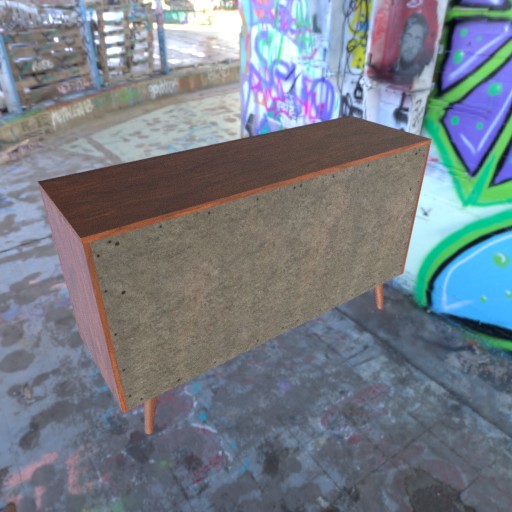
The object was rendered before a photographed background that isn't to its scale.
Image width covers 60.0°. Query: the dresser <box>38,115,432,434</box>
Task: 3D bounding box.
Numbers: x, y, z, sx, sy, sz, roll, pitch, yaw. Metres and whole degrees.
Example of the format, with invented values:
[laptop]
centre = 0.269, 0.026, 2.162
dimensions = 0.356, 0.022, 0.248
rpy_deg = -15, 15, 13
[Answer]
[dresser]
centre = 0.000, 0.000, 1.923
dimensions = 1.472, 0.889, 0.500
rpy_deg = -21, 37, -29
